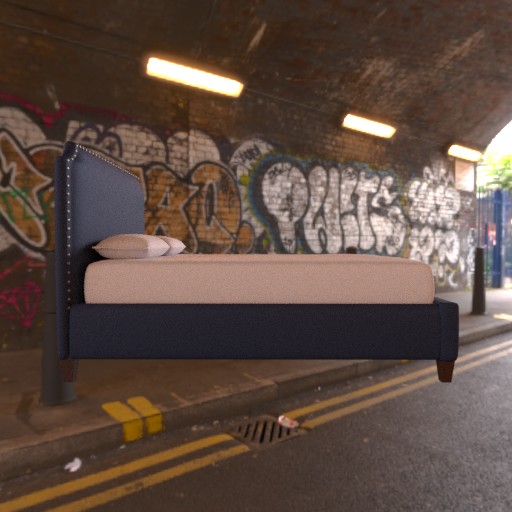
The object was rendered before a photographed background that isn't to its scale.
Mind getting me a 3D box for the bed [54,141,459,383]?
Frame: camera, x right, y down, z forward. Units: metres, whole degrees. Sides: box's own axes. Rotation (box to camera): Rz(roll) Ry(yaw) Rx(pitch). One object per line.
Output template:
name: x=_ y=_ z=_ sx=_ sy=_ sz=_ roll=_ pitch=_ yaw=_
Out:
bed: x=0.000 y=0.000 z=3.397 sx=2.372 sy=1.443 sz=1.712 roll=0 pitch=2 yaw=0
